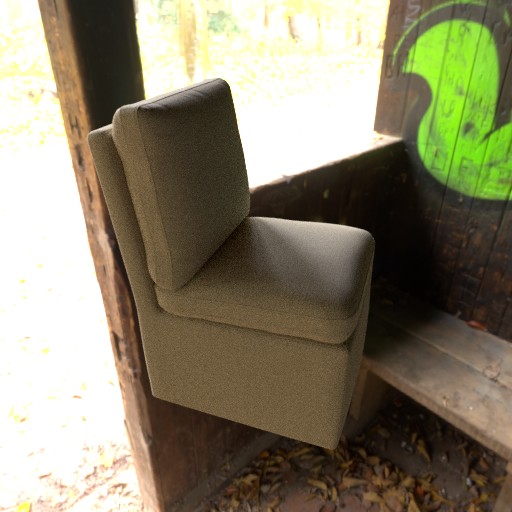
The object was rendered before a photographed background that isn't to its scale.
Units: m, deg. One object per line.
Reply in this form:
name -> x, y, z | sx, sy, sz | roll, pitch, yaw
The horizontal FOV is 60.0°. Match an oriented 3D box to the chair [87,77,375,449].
chair -> 0.000, 0.000, 1.330 | 0.698, 0.927, 0.503 | 10, 31, 17
